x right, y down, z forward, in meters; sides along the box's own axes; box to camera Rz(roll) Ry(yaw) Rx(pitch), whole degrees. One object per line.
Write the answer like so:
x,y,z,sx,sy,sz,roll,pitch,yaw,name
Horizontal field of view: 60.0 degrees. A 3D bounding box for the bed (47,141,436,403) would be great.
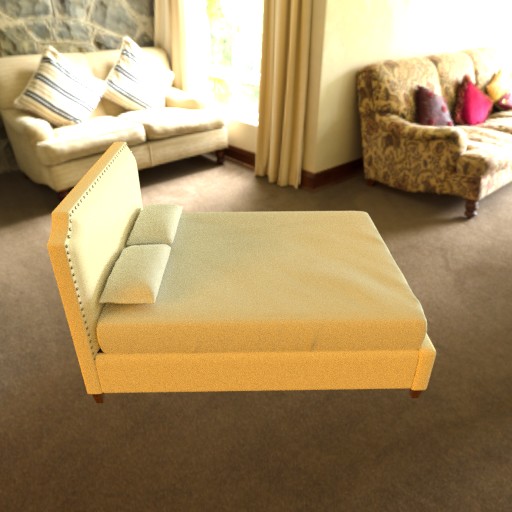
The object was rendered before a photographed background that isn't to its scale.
0.000,0.000,3.462,2.329,1.415,1.703,-1,31,-1,bed
